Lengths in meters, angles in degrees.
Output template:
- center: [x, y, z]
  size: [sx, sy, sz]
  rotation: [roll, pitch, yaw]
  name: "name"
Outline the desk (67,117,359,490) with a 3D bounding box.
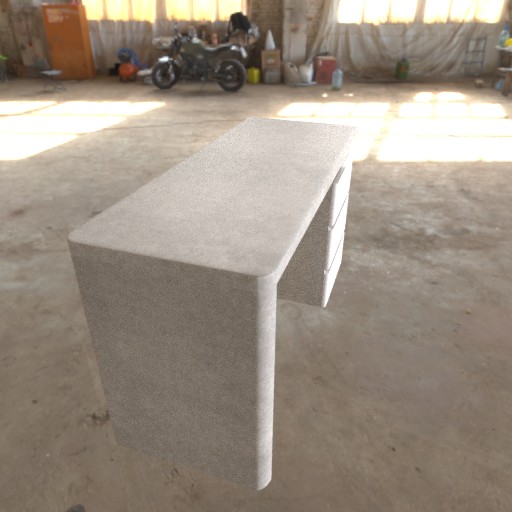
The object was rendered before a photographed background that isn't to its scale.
- center: [0.000, 0.000, 1.770]
  size: [0.550, 0.755, 1.400]
  rotation: [10, 32, 16]
  name: "desk"
